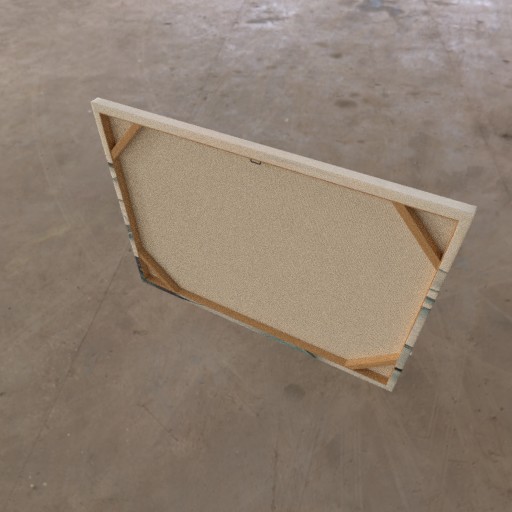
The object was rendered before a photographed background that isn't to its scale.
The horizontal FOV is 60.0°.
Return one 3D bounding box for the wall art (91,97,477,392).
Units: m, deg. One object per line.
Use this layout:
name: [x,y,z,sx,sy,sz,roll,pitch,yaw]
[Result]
wall art: [0.000,0.000,1.609,1.219,0.915,0.039,21,50,19]
